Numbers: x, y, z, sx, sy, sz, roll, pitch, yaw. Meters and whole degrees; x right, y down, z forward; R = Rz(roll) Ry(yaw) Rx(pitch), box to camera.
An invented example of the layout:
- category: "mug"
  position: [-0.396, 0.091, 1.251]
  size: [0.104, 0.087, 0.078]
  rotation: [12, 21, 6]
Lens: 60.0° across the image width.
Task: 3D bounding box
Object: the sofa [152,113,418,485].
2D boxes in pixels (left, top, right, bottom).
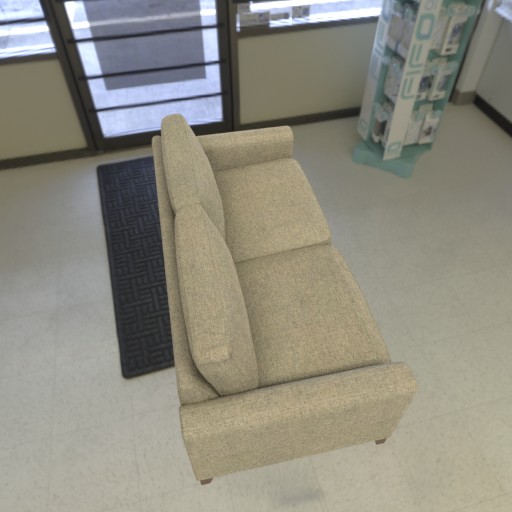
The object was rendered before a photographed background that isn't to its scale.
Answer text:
- category: "sofa"
  position: [0.000, 0.000, 2.435]
  size: [0.969, 0.892, 1.978]
  rotation: [-9, 48, -8]
